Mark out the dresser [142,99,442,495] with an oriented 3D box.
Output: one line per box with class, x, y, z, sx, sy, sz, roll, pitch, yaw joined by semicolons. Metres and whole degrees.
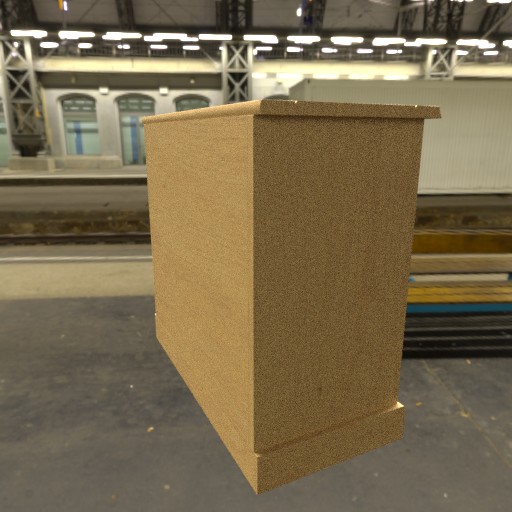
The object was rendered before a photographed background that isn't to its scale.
dresser;0.000;0.000;1.359;0.440;0.835;0.915;-7;17;-25
